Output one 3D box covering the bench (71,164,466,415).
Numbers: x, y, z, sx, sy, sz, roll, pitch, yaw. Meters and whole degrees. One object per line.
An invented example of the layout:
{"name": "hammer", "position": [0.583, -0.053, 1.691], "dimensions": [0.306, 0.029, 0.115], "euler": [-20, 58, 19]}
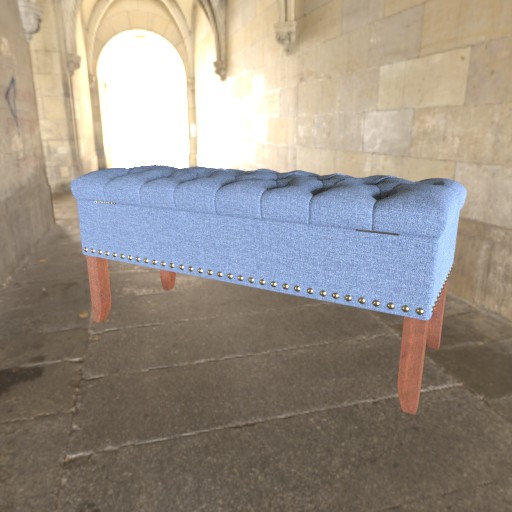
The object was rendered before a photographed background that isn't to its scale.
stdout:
{"name": "bench", "position": [0.000, 0.000, 1.302], "dimensions": [1.052, 0.492, 0.417], "euler": [9, 18, 28]}
